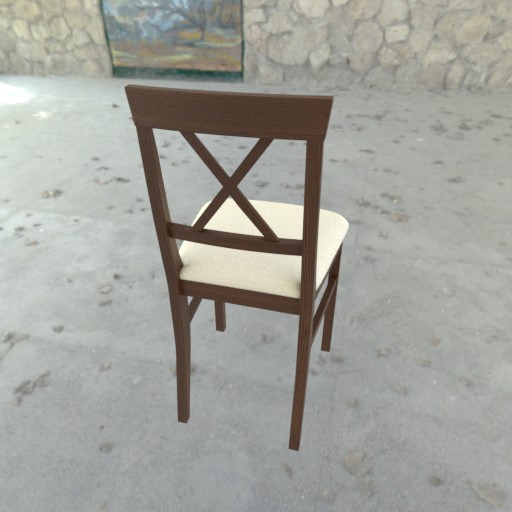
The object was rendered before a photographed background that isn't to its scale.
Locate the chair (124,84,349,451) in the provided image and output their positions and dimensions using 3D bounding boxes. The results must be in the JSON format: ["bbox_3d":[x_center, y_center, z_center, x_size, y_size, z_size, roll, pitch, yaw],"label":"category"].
[{"bbox_3d":[0.000,0.000,1.168,0.440,0.913,0.480,8,32,13],"label":"chair"}]
